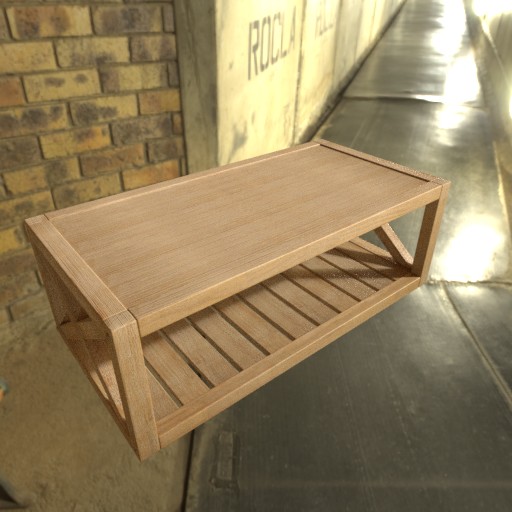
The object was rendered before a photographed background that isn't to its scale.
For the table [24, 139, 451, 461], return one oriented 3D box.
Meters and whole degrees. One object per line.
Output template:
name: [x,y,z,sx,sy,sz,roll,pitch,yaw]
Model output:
table: [0.000,0.000,1.615,1.321,0.457,0.660,-23,39,-32]
